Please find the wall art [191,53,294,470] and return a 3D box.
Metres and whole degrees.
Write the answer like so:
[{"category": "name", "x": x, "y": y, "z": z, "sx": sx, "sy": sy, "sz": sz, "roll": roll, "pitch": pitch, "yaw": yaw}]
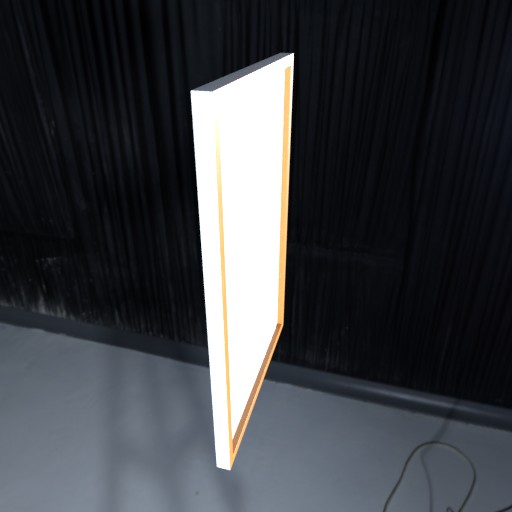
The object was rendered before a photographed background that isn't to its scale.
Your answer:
[{"category": "wall art", "x": 0.000, "y": 0.000, "z": 0.769, "sx": 0.025, "sy": 0.608, "sz": 0.405, "roll": 8, "pitch": 31, "yaw": 14}]
